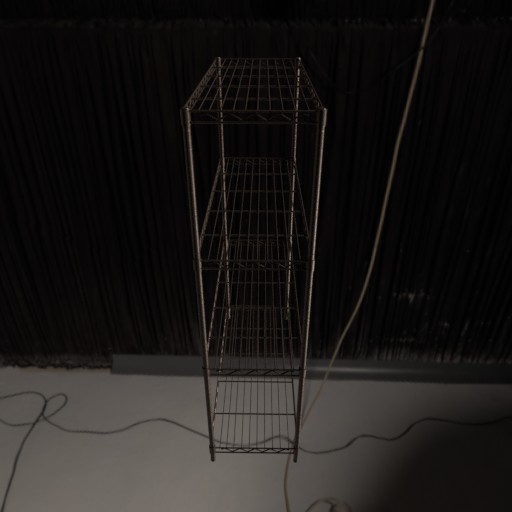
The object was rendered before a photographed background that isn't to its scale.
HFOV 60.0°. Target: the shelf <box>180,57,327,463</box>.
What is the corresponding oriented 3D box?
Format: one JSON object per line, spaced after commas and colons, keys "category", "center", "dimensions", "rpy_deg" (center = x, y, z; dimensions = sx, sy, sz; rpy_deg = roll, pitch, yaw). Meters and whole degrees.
{"category": "shelf", "center": [0.000, 0.000, 1.785], "dimensions": [0.352, 1.361, 0.907], "rpy_deg": [0, 31, 1]}
